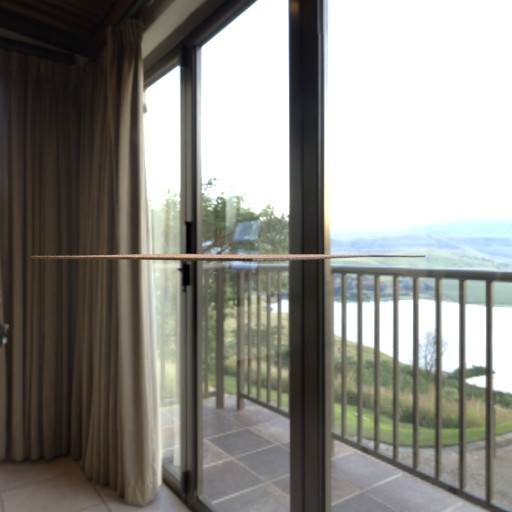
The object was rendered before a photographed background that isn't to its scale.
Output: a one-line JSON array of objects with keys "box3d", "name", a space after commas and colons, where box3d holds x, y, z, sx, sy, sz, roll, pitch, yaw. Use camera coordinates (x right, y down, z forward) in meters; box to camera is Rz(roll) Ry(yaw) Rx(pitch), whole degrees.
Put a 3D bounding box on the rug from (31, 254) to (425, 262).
[{"box3d": [0.000, 0.000, 3.024, 1.624, 0.030, 2.264, 0, 0, 36], "name": "rug"}]
